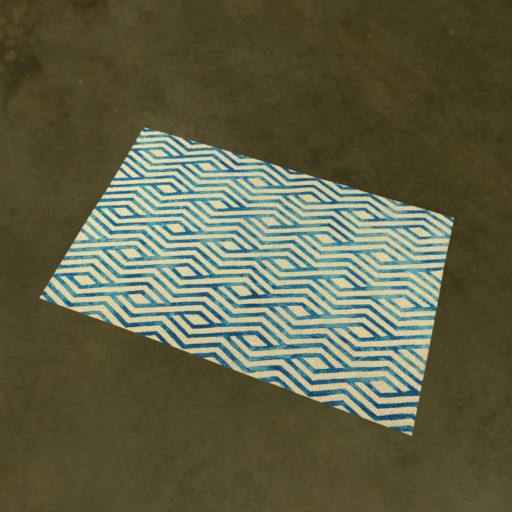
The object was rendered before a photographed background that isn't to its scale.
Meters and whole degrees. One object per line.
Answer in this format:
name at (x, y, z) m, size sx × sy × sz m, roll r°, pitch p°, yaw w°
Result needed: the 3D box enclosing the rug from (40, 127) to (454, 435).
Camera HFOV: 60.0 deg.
rug at (0.000, 0.000, 3.015) m, size 2.439 × 0.008 × 1.531 m, roll 18°, pitch 66°, yaw 9°
